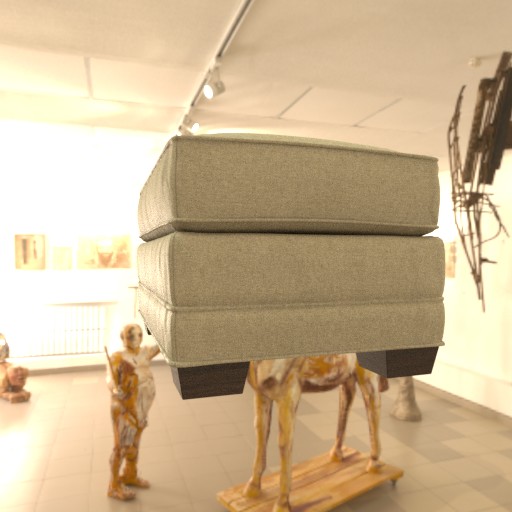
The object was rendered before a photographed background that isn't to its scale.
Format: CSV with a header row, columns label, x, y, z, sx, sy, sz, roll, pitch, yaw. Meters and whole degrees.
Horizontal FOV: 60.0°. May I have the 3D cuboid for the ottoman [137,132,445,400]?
label,x,y,z,sx,sy,sz,roll,pitch,yaw
ottoman,0.000,0.000,1.238,0.611,0.508,0.848,0,0,-19
